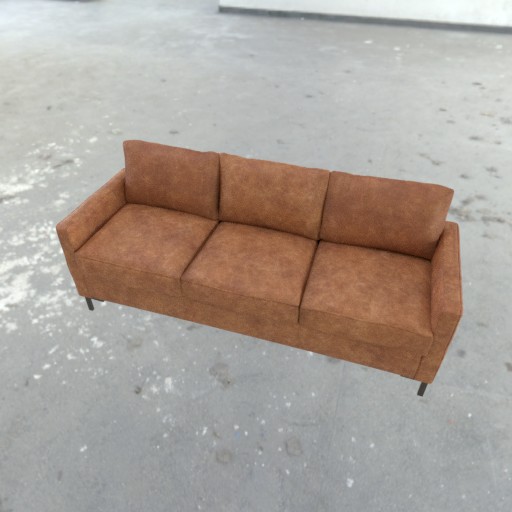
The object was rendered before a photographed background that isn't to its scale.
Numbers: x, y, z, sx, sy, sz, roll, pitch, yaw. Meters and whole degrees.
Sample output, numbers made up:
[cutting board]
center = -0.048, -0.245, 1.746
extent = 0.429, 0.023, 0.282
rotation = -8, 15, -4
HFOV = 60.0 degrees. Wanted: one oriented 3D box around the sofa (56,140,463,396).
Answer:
[sofa]
center = 0.000, 0.000, 2.411
extent = 2.029, 0.863, 0.748
rotation = 12, 40, 14
